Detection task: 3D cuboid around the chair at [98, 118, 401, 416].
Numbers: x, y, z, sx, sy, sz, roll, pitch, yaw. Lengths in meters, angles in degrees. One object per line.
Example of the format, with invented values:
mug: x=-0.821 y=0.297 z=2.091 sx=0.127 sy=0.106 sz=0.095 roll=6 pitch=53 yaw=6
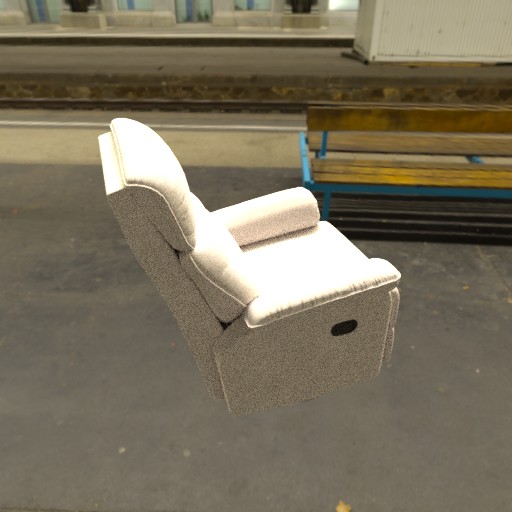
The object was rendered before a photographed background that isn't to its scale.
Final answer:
chair: x=0.000 y=0.000 z=1.726 sx=1.001 sy=1.039 sz=0.820 roll=-10 pitch=33 yaw=-16
